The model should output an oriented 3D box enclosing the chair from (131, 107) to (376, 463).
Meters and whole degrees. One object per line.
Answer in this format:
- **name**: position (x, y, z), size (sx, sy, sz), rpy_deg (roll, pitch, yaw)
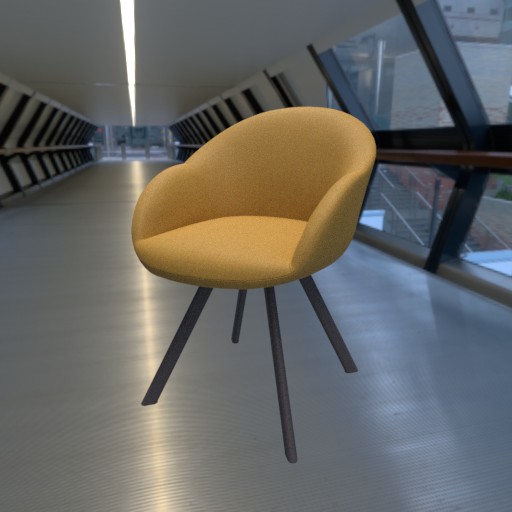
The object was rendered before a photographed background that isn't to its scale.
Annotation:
- **chair**: position (0.000, 0.000, 1.195), size (0.551, 0.793, 0.583), rpy_deg (8, 17, 28)
